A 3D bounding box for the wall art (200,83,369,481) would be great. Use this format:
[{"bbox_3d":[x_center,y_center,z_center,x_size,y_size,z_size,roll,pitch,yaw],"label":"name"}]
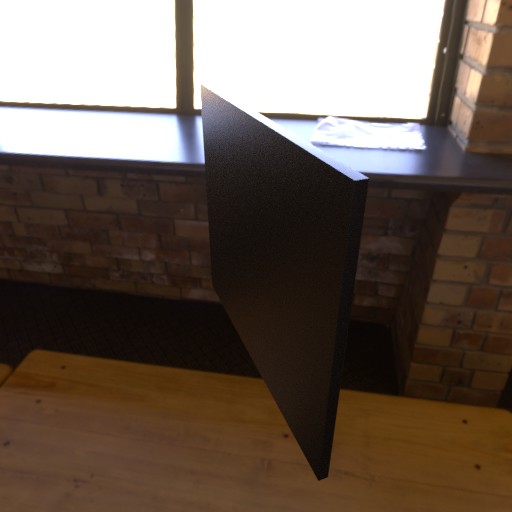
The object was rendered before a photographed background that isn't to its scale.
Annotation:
[{"bbox_3d":[0.000,0.000,0.531,0.012,0.332,0.383,-11,33,-18],"label":"wall art"}]
